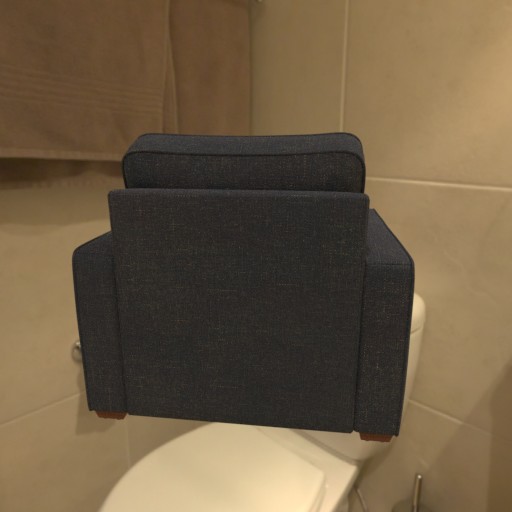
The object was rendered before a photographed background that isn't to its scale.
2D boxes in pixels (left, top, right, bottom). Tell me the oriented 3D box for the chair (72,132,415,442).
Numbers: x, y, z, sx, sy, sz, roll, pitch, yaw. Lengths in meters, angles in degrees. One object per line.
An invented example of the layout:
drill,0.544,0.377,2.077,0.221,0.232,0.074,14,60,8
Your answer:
chair,0.000,0.000,1.709,1.017,0.919,0.940,2,16,7
